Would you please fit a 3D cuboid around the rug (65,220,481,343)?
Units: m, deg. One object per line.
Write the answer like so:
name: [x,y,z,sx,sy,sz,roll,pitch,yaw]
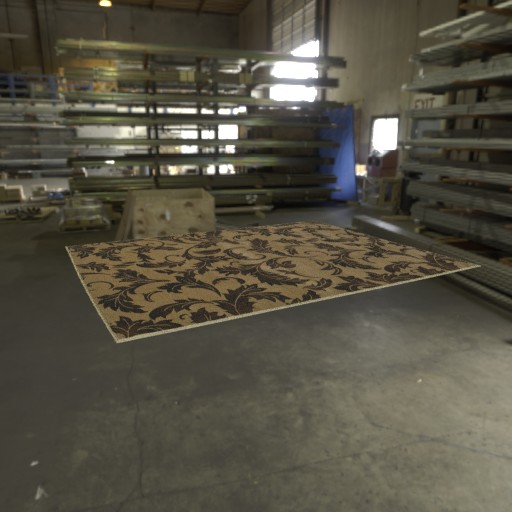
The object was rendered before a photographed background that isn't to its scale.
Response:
rug: [0.000,0.000,3.990,2.977,0.008,2.380,-8,17,-28]
